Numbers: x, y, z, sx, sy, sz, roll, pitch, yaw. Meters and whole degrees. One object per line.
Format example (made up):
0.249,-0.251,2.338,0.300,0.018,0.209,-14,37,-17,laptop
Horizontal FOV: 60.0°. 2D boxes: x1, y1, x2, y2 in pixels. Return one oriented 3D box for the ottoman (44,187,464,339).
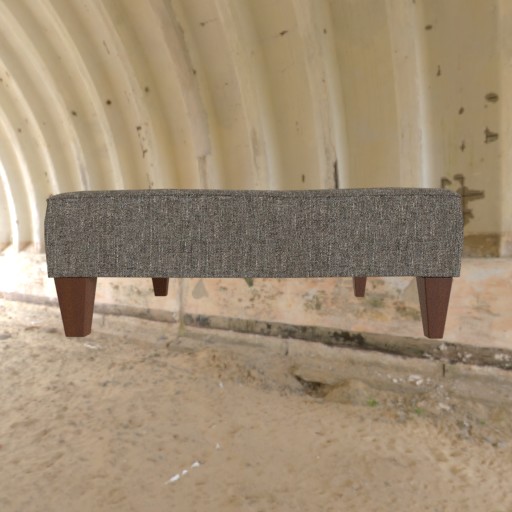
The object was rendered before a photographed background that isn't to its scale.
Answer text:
0.000,0.000,1.530,1.016,0.379,0.981,0,1,1,ottoman
